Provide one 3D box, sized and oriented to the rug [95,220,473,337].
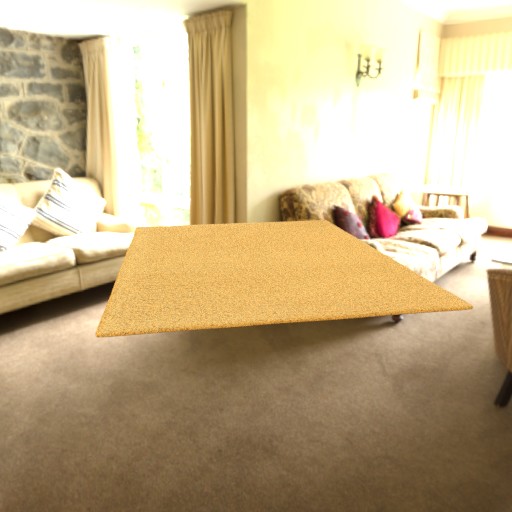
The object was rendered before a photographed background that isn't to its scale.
[{"bbox_3d":[0.000,0.000,4.203,2.438,0.029,3.047,-3,16,-10],"label":"rug"}]
